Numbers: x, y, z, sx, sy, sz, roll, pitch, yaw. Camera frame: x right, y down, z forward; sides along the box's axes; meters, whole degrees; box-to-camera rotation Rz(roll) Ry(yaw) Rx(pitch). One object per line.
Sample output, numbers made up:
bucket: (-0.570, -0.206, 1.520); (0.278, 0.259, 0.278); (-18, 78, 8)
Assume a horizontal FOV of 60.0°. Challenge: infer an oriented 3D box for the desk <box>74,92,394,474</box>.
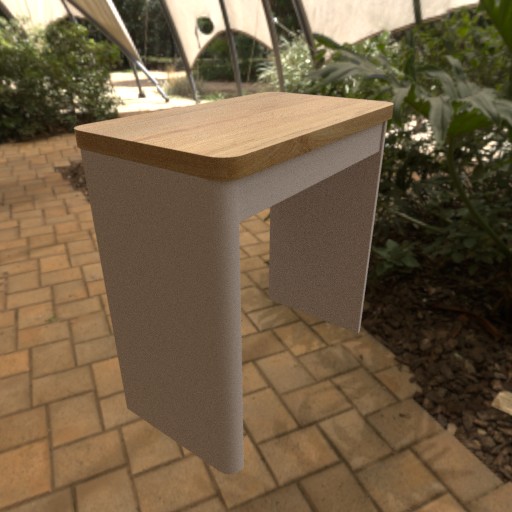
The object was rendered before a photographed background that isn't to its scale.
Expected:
desk: (0.000, 0.000, 1.273); (0.440, 0.790, 0.760); (18, 32, 32)
